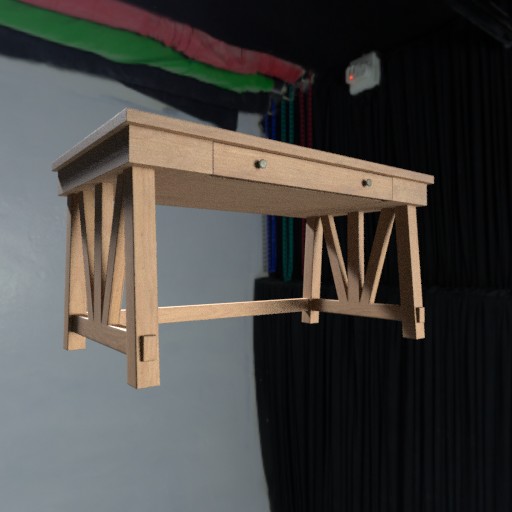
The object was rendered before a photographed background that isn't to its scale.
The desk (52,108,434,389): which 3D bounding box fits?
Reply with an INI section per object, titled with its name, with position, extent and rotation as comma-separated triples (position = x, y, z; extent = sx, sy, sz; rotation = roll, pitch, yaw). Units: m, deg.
[desk]
position = 0.000, 0.000, 1.954
extent = 1.499, 0.762, 0.813
rotation = 1, -1, -38
